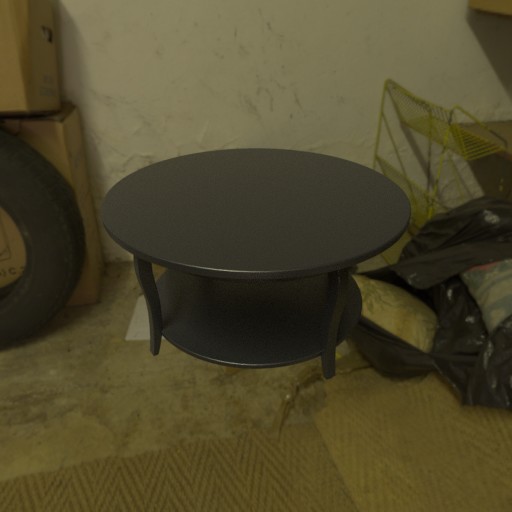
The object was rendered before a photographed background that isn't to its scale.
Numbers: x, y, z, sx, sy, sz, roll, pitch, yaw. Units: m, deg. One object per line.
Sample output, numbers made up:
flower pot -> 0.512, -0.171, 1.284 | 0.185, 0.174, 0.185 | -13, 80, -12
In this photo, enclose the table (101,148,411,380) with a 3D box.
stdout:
table -> 0.000, 0.000, 1.477 | 0.914, 0.457, 0.914 | 0, 30, 0
